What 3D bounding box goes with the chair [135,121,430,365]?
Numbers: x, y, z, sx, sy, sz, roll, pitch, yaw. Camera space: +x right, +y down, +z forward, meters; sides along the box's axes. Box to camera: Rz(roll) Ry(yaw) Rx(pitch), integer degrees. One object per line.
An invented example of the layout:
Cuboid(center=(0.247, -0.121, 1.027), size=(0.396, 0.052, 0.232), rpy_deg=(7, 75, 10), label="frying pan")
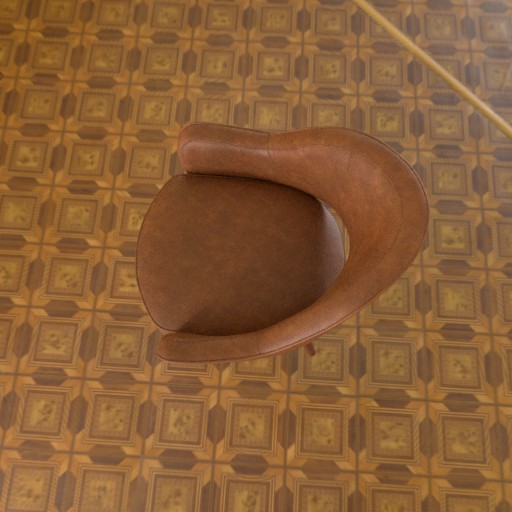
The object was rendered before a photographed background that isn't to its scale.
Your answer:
Cuboid(center=(0.000, 0.000, 1.190), size=(0.640, 0.777, 0.591), rpy_deg=(3, 75, 1), label="chair")
